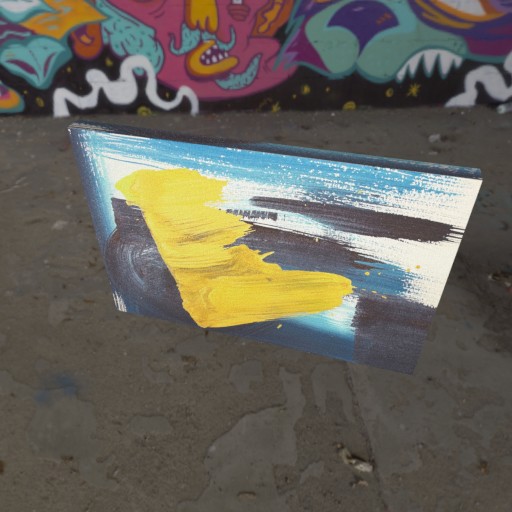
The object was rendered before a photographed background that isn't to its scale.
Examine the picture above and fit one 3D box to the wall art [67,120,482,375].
[{"bbox_3d":[0.000,0.000,0.768,0.609,0.406,0.033,10,40,13],"label":"wall art"}]
